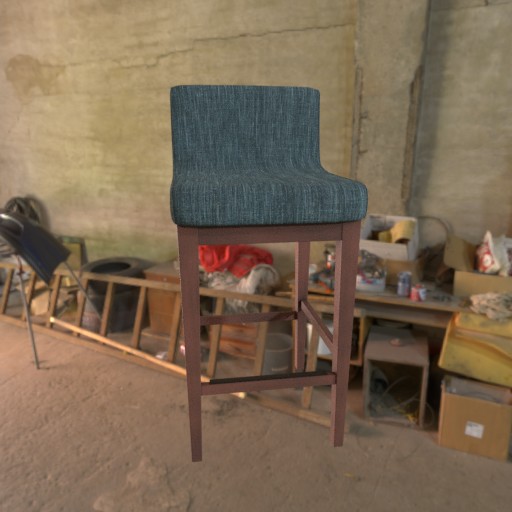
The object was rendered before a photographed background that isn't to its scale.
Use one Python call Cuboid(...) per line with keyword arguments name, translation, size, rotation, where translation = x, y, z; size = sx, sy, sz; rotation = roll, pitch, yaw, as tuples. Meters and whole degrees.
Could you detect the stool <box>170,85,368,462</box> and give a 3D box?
Cuboid(name="stool", translation=(0.000, 0.000, 1.104), size=(0.395, 0.835, 0.459), rotation=(-2, 15, -8))
